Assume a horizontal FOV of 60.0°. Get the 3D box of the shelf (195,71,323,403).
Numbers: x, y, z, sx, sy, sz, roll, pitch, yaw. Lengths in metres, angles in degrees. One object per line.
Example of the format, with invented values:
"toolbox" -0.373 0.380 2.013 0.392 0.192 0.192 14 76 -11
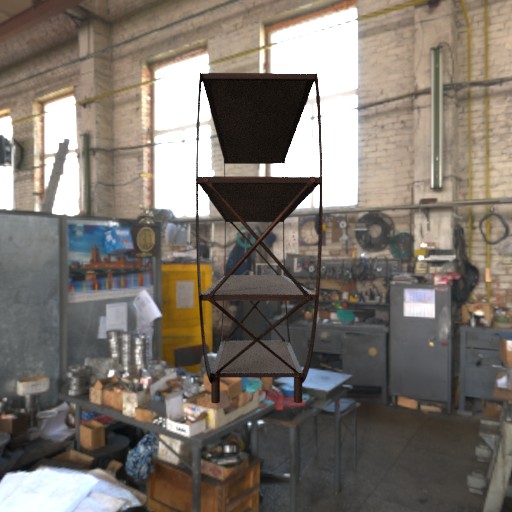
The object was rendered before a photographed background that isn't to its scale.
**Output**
"shelf" 0.000 0.000 1.881 0.344 1.063 1.403 0 0 -1
